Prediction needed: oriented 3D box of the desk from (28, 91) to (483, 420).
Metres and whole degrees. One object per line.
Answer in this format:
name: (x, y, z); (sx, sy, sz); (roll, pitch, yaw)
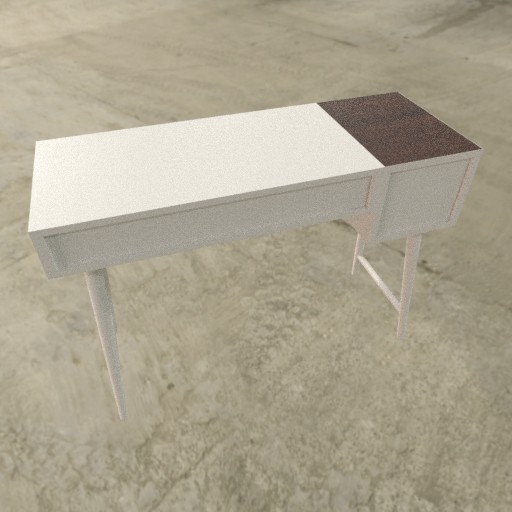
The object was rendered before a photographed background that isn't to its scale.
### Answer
desk: (0.000, 0.000, 1.384); (1.069, 0.761, 0.409); (-12, 43, -14)
